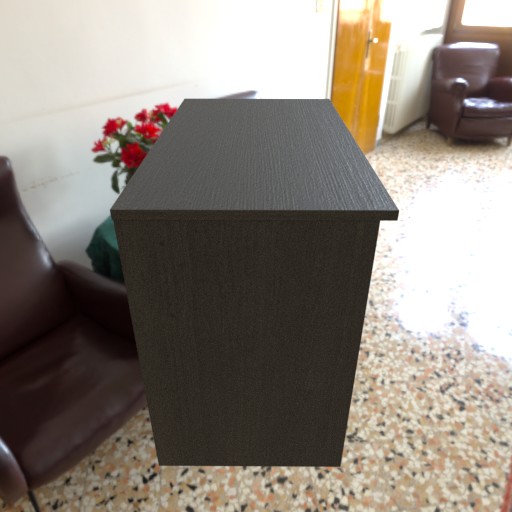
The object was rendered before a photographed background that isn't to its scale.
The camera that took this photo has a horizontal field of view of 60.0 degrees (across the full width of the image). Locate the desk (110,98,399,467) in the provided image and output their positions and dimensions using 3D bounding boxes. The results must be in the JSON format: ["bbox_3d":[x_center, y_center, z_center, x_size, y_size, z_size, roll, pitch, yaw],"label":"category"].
[{"bbox_3d":[0.000,0.000,1.330,0.498,0.724,0.893,0,31,0],"label":"desk"}]
